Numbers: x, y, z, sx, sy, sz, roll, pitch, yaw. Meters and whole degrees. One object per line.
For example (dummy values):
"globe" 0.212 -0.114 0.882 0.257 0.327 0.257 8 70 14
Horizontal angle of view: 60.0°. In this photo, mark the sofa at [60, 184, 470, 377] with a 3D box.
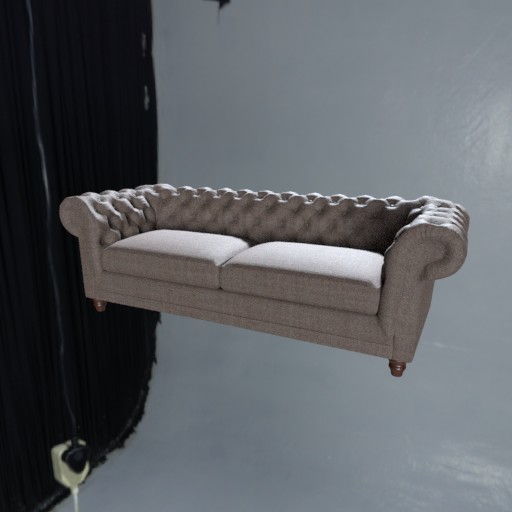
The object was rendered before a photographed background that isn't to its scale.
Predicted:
"sofa" 0.000 0.000 2.787 2.385 0.787 0.944 7 16 26
